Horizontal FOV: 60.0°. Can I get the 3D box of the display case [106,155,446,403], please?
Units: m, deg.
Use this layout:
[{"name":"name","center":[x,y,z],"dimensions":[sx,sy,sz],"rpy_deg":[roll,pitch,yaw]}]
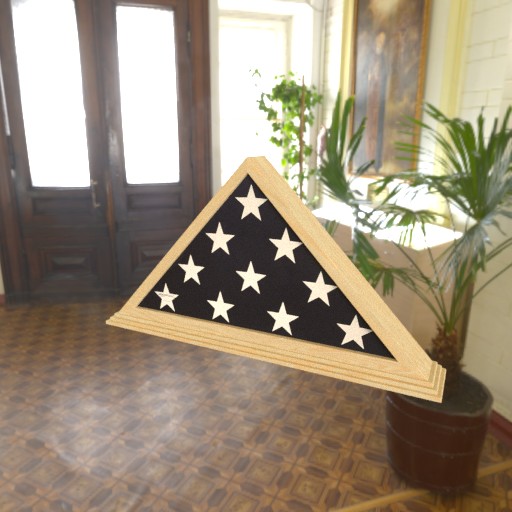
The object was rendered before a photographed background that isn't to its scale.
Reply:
[{"name":"display case","center":[0.000,0.000,0.771],"dimensions":[0.640,0.340,0.095],"rpy_deg":[7,16,25]}]
